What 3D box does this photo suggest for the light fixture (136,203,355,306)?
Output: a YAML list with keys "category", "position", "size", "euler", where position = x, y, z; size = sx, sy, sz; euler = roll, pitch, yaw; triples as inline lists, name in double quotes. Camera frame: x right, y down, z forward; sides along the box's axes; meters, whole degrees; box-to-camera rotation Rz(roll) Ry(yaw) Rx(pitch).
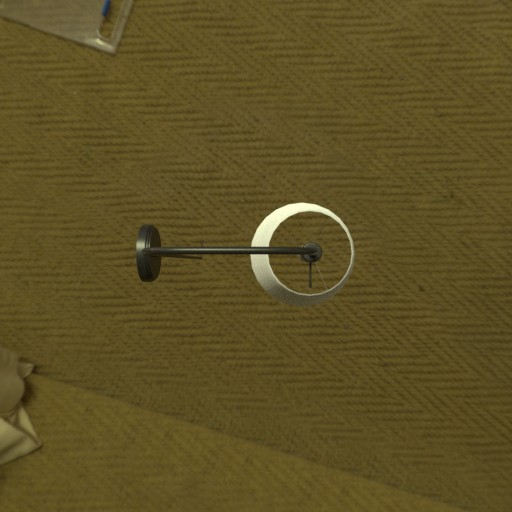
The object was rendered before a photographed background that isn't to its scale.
- category: "light fixture"
  position: [0.000, 0.000, 0.473]
  size: [0.176, 0.399, 0.092]
  euler: [0, 89, 1]
